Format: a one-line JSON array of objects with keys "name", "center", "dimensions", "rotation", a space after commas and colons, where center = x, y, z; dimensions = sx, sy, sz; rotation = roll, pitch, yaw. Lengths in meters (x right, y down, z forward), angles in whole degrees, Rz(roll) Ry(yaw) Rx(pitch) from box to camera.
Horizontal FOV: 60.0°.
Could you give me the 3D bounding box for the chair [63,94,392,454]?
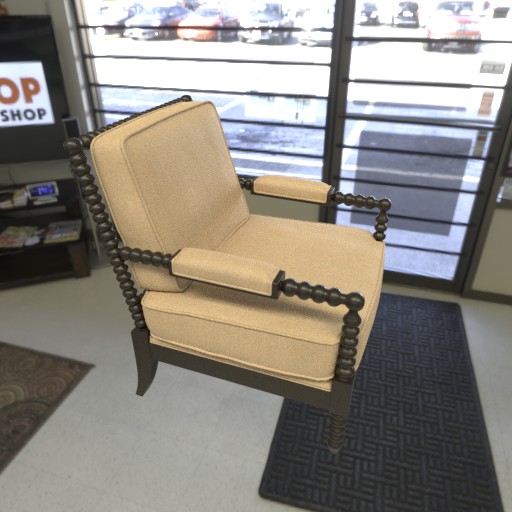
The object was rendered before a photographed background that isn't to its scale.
[{"name": "chair", "center": [0.000, 0.000, 1.178], "dimensions": [0.657, 0.703, 0.555], "rotation": [11, 32, 18]}]
